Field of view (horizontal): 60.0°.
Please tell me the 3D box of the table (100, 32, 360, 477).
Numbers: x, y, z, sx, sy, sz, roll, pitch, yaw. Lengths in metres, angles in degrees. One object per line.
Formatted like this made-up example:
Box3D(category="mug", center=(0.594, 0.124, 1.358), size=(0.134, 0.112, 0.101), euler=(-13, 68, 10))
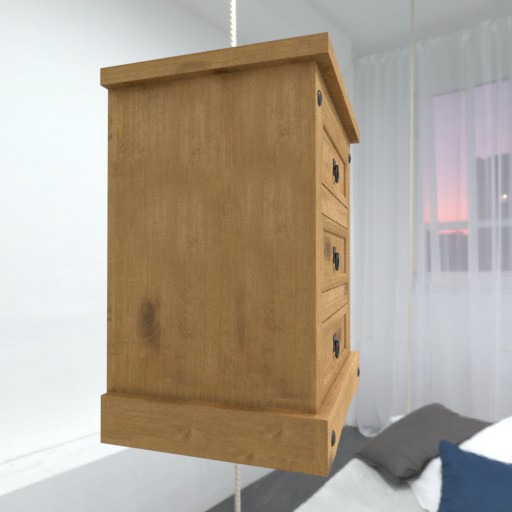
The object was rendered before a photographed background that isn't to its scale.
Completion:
Box3D(category="table", center=(0.000, 0.000, 1.197), size=(0.500, 0.813, 0.660), euler=(0, -1, 18))
